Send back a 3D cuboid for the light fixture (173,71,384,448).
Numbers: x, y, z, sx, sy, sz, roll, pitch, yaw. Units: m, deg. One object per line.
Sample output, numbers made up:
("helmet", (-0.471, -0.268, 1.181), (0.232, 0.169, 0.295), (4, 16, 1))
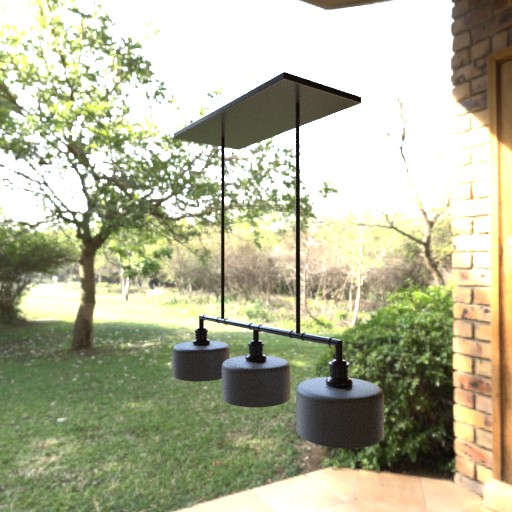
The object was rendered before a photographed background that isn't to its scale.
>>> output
("light fixture", (0.000, 0.000, 0.883), (0.177, 0.557, 0.582), (1, -2, -36))
